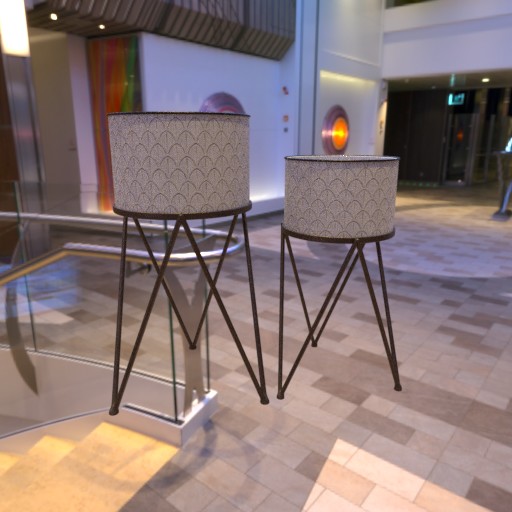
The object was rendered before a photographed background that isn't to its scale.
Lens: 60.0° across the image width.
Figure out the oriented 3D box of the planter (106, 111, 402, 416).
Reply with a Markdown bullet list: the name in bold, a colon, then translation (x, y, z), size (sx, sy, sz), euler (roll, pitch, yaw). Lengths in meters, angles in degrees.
- **planter**: translation (0.000, 0.000, 1.182), size (0.769, 0.712, 0.413), euler (-2, 15, -7)
